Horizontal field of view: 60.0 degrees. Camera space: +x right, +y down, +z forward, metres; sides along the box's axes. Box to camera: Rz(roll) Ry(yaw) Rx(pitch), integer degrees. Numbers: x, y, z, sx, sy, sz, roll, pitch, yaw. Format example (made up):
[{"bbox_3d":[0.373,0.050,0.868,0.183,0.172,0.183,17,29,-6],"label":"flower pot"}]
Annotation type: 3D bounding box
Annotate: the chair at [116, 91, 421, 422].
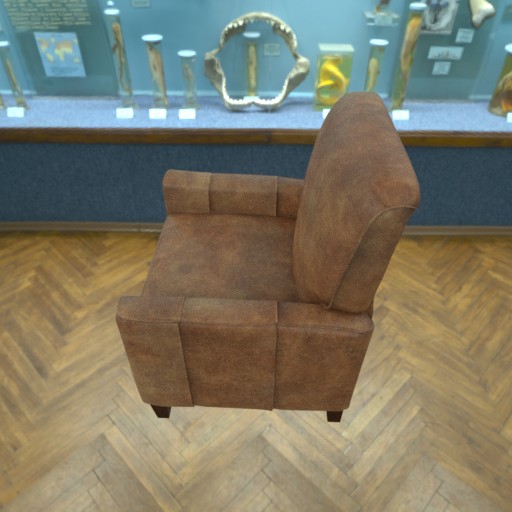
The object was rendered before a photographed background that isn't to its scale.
[{"bbox_3d":[0.000,0.000,1.644,0.836,1.043,0.843,1,41,2],"label":"chair"}]
